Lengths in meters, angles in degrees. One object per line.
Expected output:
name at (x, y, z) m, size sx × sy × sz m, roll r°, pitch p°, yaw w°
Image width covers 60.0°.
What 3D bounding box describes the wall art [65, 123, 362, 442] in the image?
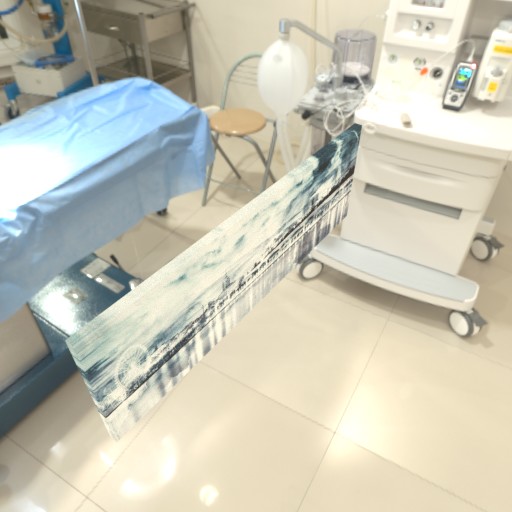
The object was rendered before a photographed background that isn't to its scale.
wall art at (0.000, 0.000, 1.717) m, size 0.037 × 0.509 × 1.524 m, roll 27°, pitch 49°, yaw 27°
